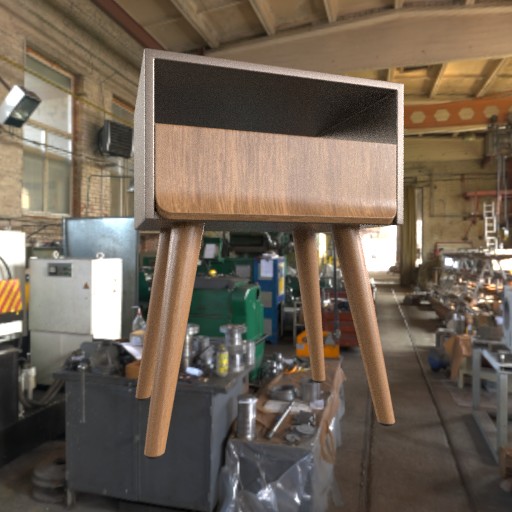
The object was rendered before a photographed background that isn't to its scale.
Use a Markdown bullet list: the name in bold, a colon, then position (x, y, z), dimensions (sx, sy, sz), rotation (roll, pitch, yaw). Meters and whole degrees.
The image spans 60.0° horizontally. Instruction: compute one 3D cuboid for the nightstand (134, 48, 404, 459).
- **nightstand**: position (0.000, 0.000, 0.722), dimensions (0.370, 0.508, 0.288), rotation (0, 0, -18)
